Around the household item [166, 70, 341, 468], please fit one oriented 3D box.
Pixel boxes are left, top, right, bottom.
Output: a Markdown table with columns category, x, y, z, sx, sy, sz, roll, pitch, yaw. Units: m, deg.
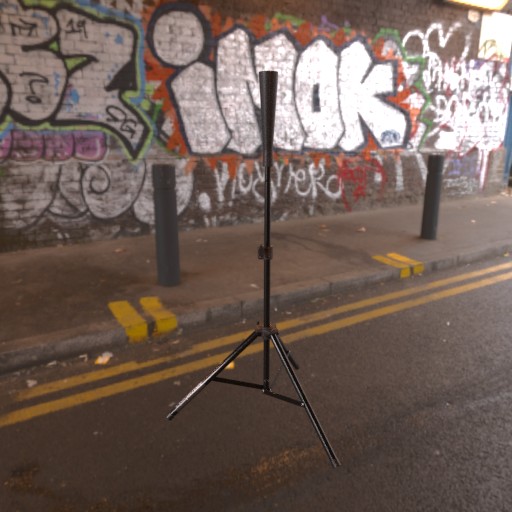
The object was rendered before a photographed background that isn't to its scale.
| category | x | y | z | sx | sy | sz | roll | pitch | yaw |
| --- | --- | --- | --- | --- | --- | --- | --- | --- | --- |
| household item | 0.000 | 0.000 | 1.395 | 0.559 | 1.067 | 0.559 | 2 | 15 | 8 |
